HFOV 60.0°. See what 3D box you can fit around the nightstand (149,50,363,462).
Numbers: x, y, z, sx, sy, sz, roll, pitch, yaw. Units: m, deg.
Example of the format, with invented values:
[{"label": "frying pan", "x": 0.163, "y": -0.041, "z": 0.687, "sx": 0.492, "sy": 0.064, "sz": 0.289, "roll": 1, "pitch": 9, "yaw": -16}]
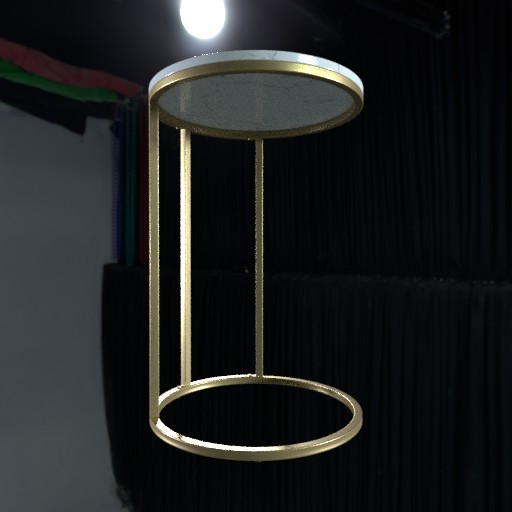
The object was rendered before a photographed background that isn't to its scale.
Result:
[{"label": "nightstand", "x": 0.000, "y": 0.000, "z": 0.854, "sx": 0.400, "sy": 0.610, "sz": 0.400, "roll": 0, "pitch": 1, "yaw": 37}]
